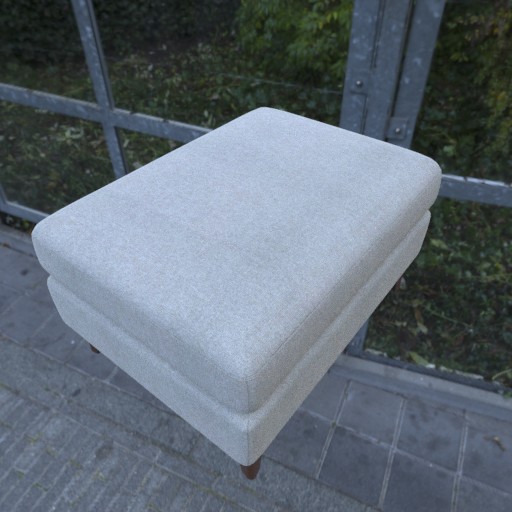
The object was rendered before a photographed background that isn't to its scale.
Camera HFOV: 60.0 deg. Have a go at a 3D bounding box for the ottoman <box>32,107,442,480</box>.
[{"bbox_3d":[0.000,0.000,1.148,0.610,0.478,0.823,27,48,28],"label":"ottoman"}]
